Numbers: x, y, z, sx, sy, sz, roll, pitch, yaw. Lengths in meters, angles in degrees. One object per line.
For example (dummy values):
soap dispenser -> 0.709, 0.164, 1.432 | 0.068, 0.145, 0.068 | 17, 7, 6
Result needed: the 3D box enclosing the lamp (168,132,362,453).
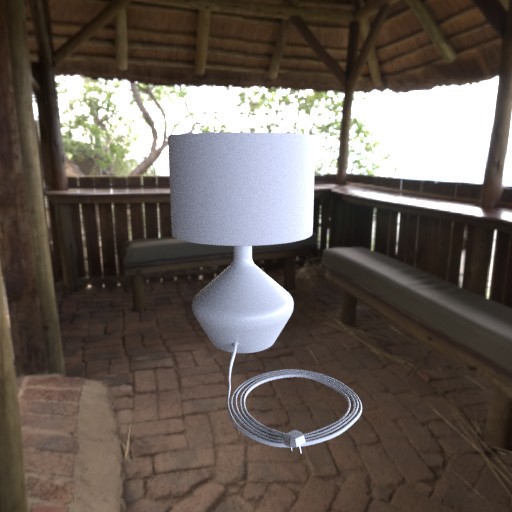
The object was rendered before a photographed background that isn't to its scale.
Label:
lamp -> 0.000, 0.000, 0.854 | 0.401, 0.457, 0.546 | 2, 13, 8
